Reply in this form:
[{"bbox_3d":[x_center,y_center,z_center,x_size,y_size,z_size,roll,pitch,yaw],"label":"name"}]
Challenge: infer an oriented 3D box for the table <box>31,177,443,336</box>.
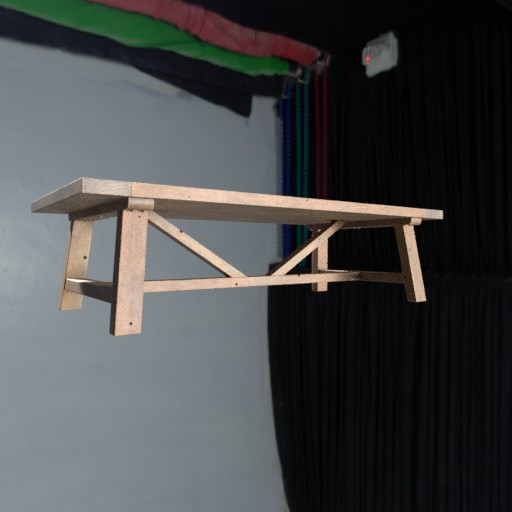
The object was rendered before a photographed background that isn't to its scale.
[{"bbox_3d":[0.000,0.000,2.109,1.800,0.465,0.820,-1,1,-36],"label":"table"}]
